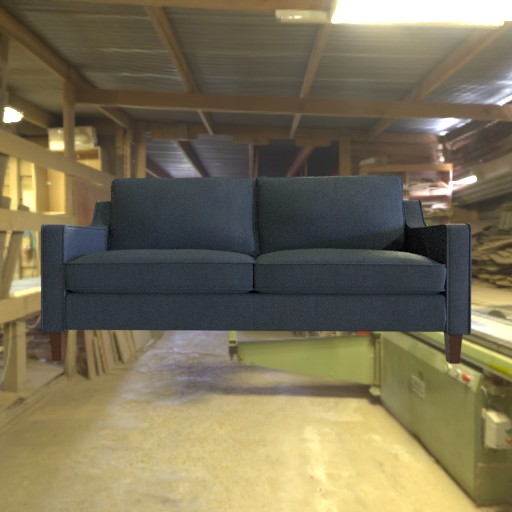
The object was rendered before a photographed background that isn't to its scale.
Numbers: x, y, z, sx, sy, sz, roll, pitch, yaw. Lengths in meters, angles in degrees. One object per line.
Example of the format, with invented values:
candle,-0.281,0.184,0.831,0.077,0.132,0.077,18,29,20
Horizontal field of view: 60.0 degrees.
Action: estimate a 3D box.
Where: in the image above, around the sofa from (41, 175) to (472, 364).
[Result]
sofa,0.000,0.000,2.735,2.178,1.071,1.066,0,1,2
